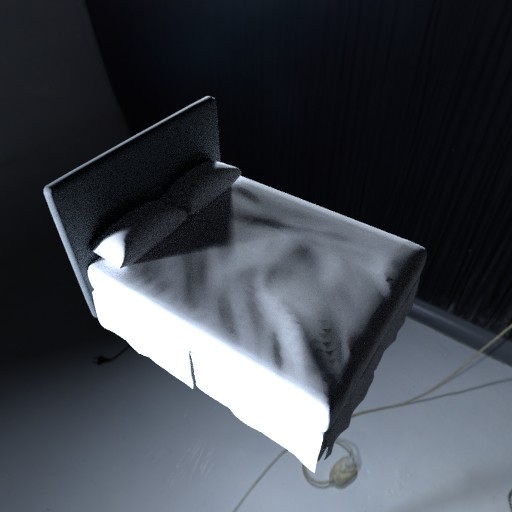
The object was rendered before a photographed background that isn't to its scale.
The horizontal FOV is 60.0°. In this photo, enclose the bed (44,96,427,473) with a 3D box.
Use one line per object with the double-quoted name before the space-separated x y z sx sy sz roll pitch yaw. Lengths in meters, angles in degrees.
"bed" 0.000 0.000 3.235 2.142 1.330 1.713 25 49 24
